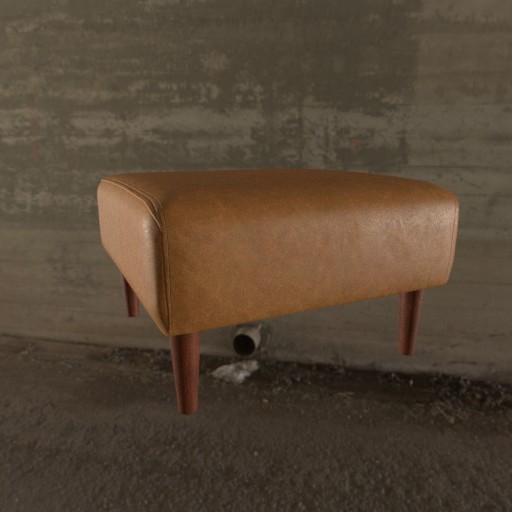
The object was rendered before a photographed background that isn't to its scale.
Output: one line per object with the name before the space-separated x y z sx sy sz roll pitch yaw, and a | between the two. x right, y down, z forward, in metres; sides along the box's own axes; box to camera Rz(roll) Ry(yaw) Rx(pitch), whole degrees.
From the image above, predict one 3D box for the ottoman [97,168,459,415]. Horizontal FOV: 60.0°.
ottoman | 0.000 0.000 1.077 0.650 0.399 0.650 -7 16 -25
